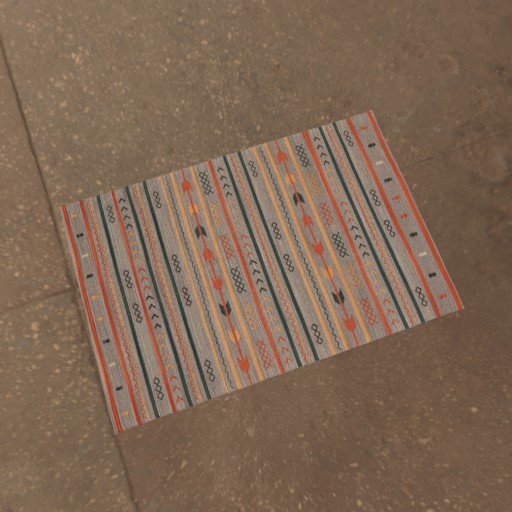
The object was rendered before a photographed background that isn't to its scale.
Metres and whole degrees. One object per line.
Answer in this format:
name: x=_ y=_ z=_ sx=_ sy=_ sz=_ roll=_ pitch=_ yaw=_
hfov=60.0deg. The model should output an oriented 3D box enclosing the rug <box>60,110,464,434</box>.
rug: x=0.000 y=0.000 z=2.329 sx=1.835 sy=0.017 sz=1.220 roll=-18 pitch=75 yaw=-5
